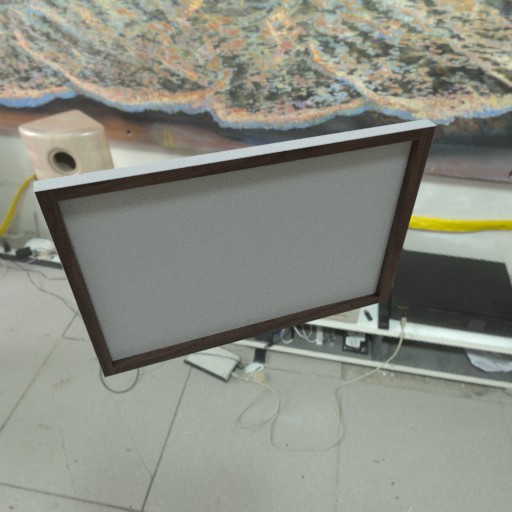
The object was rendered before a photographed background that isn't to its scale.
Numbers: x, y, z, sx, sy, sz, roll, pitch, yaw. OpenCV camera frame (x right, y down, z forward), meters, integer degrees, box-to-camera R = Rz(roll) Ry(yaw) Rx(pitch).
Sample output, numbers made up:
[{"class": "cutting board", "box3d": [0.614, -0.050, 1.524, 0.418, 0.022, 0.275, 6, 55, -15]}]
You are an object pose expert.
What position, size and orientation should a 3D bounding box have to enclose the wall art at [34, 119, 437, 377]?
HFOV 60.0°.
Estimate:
[{"class": "wall art", "box3d": [0.000, 0.000, 1.462, 1.138, 0.761, 0.051, -13, 42, -14]}]
